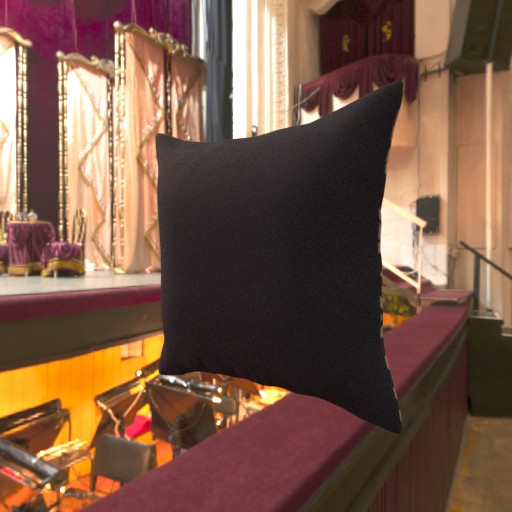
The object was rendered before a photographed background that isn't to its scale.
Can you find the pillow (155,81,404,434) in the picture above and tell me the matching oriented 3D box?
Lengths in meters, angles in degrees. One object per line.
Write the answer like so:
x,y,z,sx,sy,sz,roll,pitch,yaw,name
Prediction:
0.000,0.000,0.764,0.504,0.494,0.188,1,1,36,pillow
